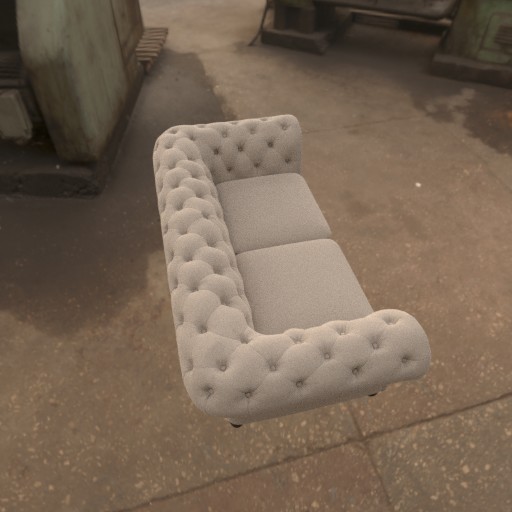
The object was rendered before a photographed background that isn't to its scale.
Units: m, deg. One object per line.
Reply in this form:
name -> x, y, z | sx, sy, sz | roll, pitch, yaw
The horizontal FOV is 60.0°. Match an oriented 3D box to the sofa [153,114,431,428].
sofa -> 0.000, 0.000, 2.528 | 0.986, 0.764, 1.998 | -10, 47, -9
